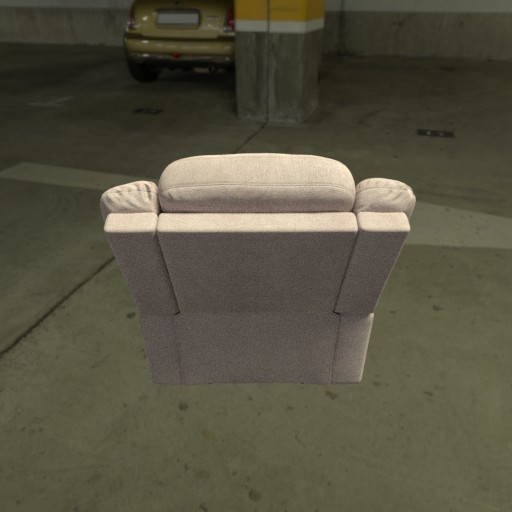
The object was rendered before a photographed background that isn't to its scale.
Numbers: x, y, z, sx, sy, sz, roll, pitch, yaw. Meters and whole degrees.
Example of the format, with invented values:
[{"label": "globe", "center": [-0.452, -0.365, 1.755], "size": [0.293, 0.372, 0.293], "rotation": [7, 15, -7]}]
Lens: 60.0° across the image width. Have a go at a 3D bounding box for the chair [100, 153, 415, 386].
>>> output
[{"label": "chair", "center": [0.000, 0.000, 1.722], "size": [0.899, 1.008, 0.944], "rotation": [0, 31, 0]}]
